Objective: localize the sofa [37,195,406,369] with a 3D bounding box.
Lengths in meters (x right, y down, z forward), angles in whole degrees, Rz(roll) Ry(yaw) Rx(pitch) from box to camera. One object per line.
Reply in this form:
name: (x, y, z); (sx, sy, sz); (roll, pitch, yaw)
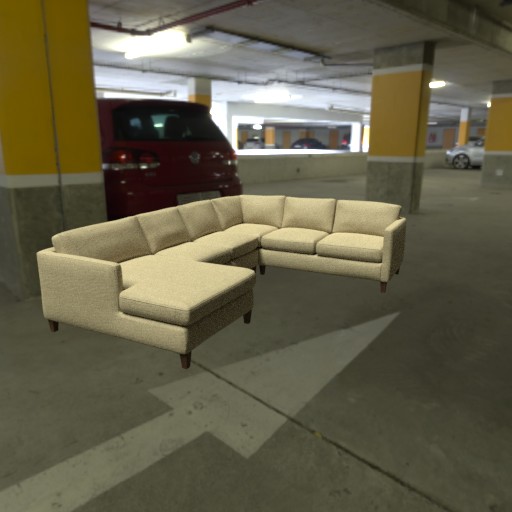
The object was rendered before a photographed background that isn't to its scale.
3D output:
sofa: (0.000, 0.000, 4.802); (2.593, 0.959, 3.460); (7, 16, 27)
